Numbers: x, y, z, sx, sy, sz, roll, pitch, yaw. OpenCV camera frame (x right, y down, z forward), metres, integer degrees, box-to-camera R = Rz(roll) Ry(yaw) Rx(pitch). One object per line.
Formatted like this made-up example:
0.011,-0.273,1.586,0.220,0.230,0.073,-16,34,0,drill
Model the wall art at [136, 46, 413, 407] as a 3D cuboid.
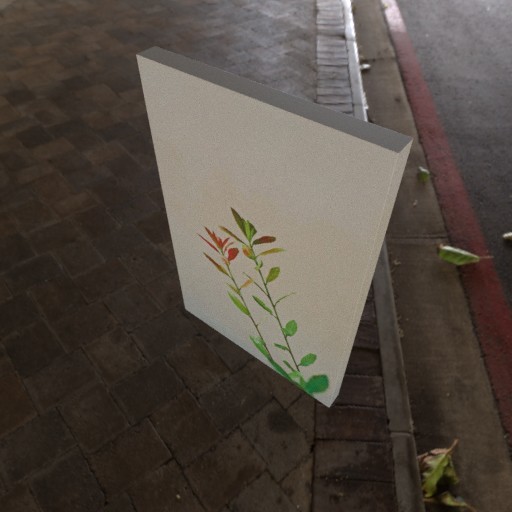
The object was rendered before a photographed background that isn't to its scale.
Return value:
0.000,0.000,0.783,0.408,0.611,0.038,29,53,25,wall art
